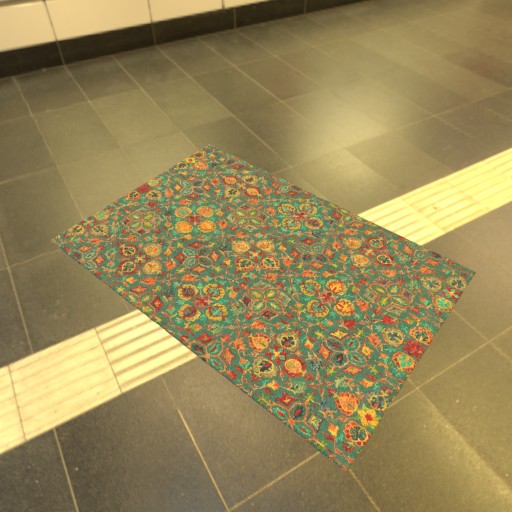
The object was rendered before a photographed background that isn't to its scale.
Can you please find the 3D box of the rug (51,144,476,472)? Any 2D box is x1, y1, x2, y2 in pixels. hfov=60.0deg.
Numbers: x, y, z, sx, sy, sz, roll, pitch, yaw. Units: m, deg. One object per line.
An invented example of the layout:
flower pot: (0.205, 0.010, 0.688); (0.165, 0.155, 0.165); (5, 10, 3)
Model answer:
rug: (0.000, 0.000, 2.849); (2.290, 0.016, 1.527); (31, 53, 26)
